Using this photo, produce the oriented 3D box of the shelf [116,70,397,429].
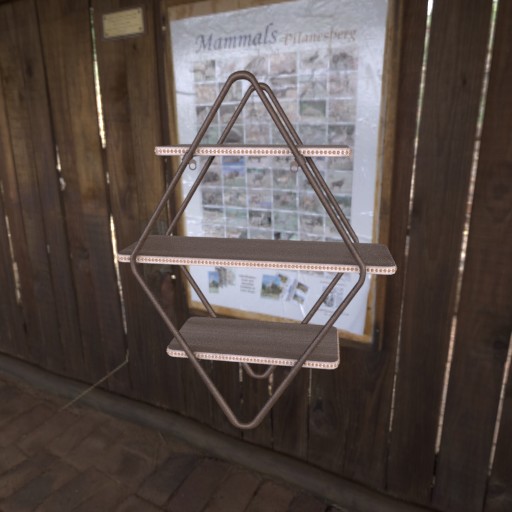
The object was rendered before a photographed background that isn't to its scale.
[{"bbox_3d":[0.000,0.000,1.027,0.609,0.774,0.234,2,16,9],"label":"shelf"}]
